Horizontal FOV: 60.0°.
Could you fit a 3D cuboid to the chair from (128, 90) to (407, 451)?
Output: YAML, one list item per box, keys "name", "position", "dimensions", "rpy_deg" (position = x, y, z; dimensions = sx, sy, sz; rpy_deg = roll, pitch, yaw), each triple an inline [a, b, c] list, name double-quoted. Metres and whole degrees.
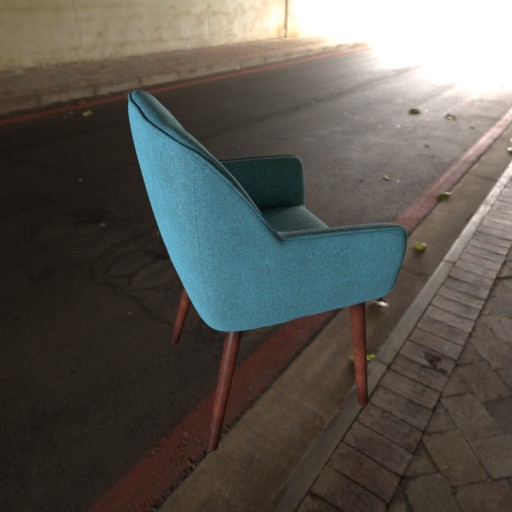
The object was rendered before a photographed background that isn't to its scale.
- name: "chair"
  position: [0.000, 0.000, 1.161]
  dimensions: [0.519, 0.803, 0.543]
  rpy_deg: [-11, 32, -19]
